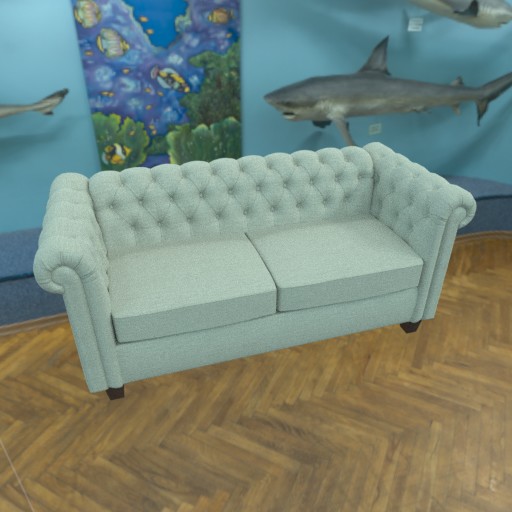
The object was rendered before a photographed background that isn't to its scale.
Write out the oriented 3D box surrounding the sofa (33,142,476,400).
[{"bbox_3d":[0.000,0.000,2.170,1.798,0.797,0.783,-9,33,-15],"label":"sofa"}]
